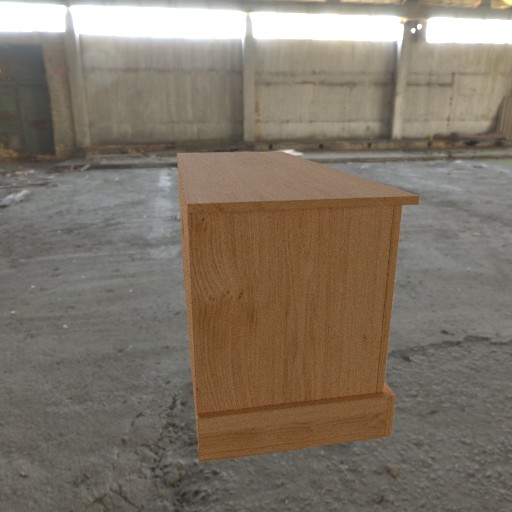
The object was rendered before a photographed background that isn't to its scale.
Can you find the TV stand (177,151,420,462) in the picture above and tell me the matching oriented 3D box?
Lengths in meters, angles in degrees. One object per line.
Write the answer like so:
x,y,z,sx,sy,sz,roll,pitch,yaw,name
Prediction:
0.000,0.000,1.384,0.440,0.550,1.080,-3,18,-10,TV stand
